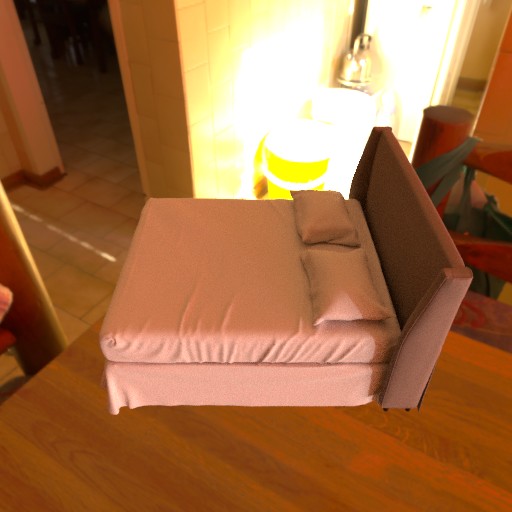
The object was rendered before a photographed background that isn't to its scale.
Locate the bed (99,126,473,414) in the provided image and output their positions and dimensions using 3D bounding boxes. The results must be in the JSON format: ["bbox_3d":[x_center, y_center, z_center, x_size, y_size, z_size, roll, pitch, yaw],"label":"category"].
[{"bbox_3d":[0.000,0.000,3.417,2.276,1.332,1.925,0,40,0],"label":"bed"}]
